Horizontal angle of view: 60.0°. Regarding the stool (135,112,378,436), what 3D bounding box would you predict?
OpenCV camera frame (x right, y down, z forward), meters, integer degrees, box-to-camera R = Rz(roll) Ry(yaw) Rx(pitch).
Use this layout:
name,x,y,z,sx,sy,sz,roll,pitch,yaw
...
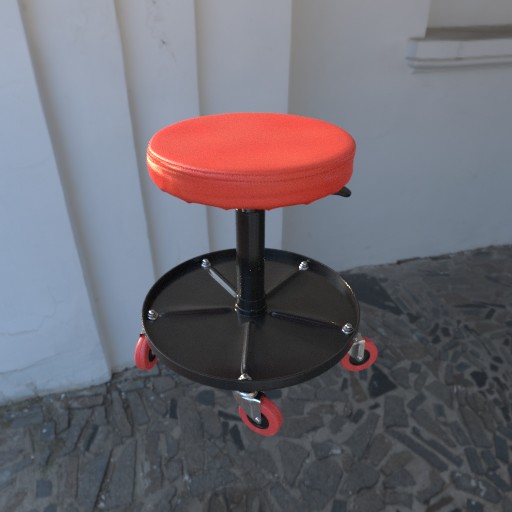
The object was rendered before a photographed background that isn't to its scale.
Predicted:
name,x,y,z,sx,sy,sz,roll,pitch,yaw
stool,0.000,0.000,0.671,0.382,0.365,0.381,-1,31,-2
